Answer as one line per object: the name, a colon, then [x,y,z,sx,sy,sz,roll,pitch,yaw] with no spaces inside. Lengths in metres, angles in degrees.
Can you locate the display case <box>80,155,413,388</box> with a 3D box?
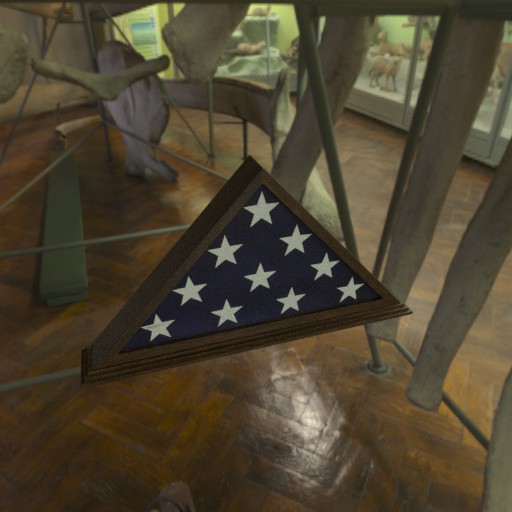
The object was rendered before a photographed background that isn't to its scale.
display case: [0.000,0.000,0.771,0.640,0.340,0.095,-9,32,-15]
